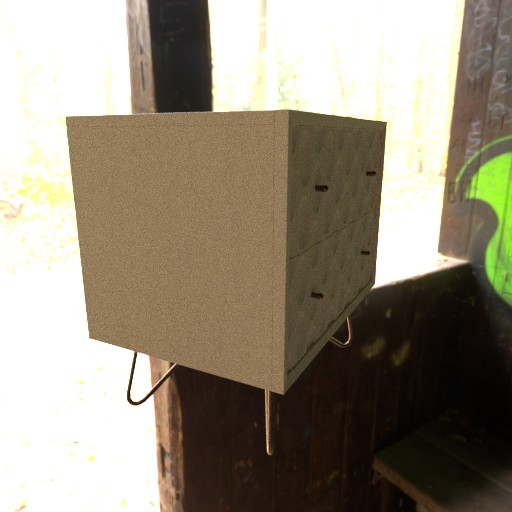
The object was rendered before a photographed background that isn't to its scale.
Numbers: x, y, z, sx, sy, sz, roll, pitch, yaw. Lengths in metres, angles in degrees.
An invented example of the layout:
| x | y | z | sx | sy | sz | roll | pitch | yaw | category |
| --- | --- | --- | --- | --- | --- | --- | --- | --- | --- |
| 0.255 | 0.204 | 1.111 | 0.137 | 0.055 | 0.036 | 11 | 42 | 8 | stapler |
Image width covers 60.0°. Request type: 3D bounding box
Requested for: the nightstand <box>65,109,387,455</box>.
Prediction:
| x | y | z | sx | sy | sz | roll | pitch | yaw | category |
| --- | --- | --- | --- | --- | --- | --- | --- | --- | --- |
| 0.000 | 0.000 | 1.025 | 0.447 | 0.604 | 0.614 | 8 | 17 | 27 | nightstand |
